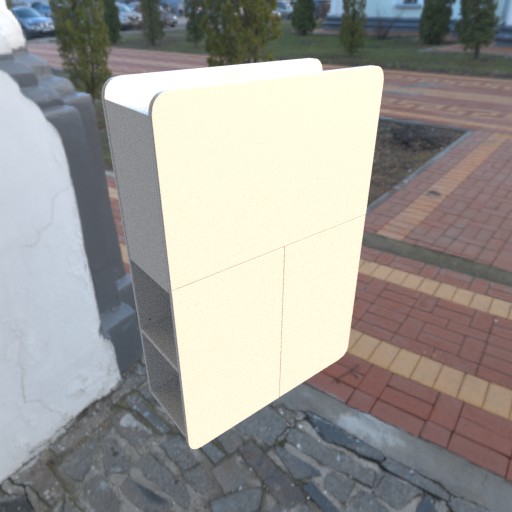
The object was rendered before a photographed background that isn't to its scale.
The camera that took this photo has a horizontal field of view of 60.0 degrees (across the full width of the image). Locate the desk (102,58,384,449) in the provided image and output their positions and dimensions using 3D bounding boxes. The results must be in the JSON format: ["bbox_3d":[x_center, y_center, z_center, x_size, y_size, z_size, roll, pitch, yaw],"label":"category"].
[{"bbox_3d":[0.000,0.000,1.528,0.795,1.190,0.278,-21,36,-33],"label":"desk"}]
